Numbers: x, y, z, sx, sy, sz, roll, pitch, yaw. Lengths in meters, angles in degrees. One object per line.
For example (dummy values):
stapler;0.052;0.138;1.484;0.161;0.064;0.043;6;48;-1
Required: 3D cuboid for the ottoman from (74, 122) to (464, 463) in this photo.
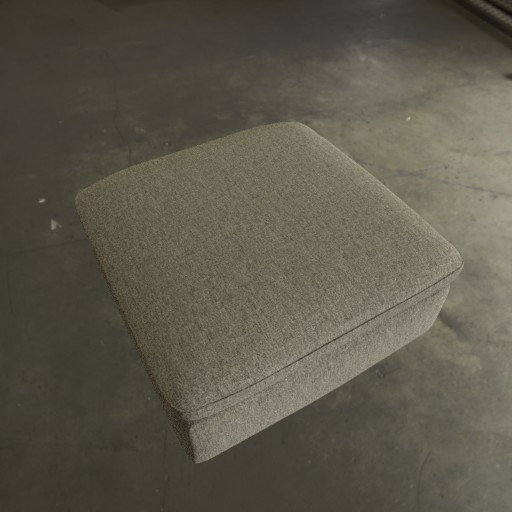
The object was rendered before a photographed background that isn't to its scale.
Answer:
ottoman;0.000;0.000;1.650;1.039;0.526;1.035;-23;52;-20
